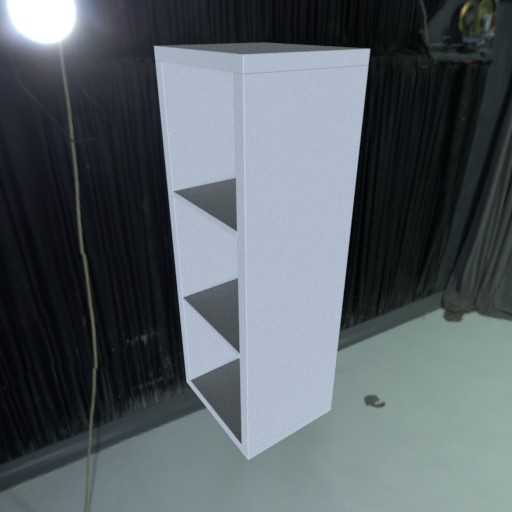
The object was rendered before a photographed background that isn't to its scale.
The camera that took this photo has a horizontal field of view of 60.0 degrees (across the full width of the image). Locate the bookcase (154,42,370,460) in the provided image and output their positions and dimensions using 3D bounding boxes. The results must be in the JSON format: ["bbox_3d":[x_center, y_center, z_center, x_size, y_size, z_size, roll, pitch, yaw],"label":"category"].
[{"bbox_3d":[0.000,0.000,1.266,0.330,1.080,0.390,-18,33,-31],"label":"bookcase"}]
